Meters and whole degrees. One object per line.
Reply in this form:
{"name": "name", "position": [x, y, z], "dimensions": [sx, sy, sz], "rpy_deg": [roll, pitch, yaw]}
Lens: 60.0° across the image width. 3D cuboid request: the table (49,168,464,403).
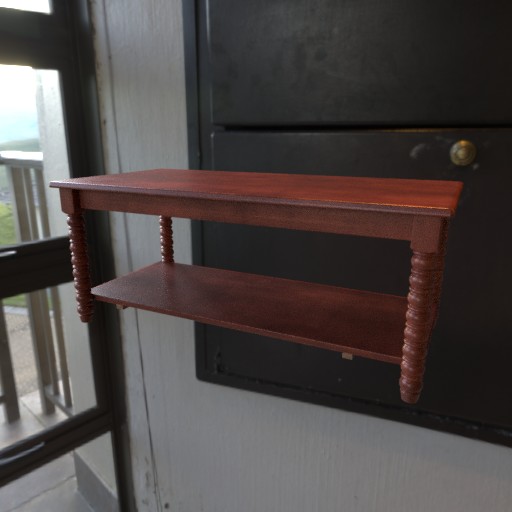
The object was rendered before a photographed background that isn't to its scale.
{"name": "table", "position": [0.000, 0.000, 1.452], "dimensions": [1.171, 0.485, 0.580], "rpy_deg": [7, 17, 25]}
